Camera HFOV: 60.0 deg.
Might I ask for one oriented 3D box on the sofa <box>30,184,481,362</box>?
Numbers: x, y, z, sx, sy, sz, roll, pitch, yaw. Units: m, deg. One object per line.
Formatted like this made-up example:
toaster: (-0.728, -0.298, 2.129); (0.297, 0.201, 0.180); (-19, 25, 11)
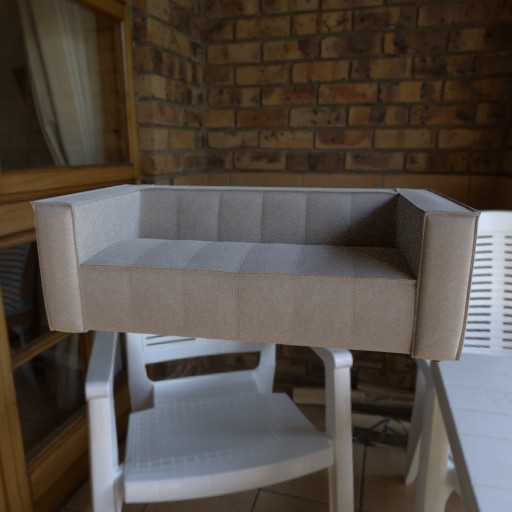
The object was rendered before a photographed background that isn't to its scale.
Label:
sofa: (0.000, 0.000, 2.432); (1.995, 0.680, 1.038); (2, 14, 10)
